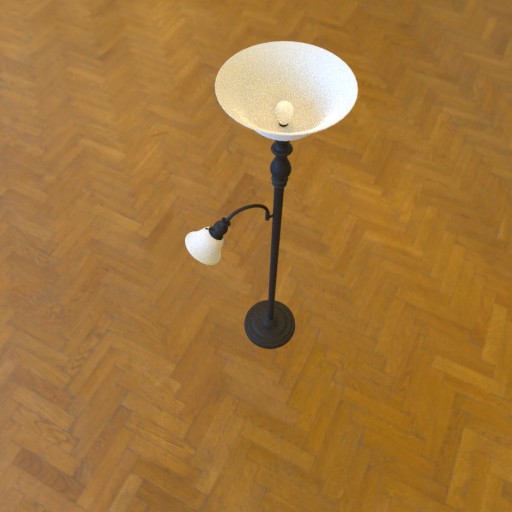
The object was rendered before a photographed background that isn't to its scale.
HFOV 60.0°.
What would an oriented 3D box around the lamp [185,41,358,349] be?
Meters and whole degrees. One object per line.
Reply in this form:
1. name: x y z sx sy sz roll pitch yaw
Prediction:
1. lamp: 0.000 0.000 2.013 0.588 1.793 0.405 -17 60 -10
